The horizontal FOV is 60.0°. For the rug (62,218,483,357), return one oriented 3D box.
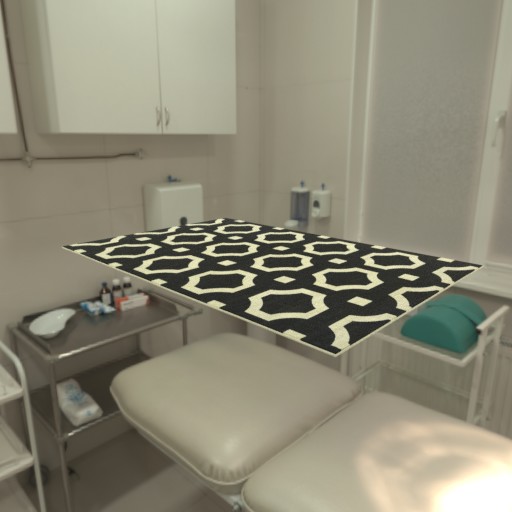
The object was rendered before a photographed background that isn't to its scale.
[{"bbox_3d":[0.000,0.000,2.878,2.286,0.016,1.555,14,21,42],"label":"rug"}]
